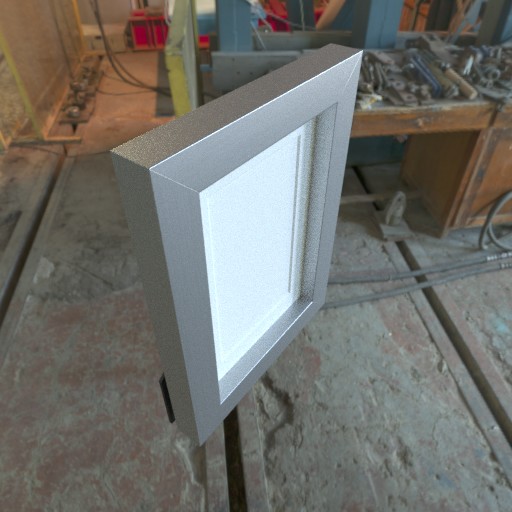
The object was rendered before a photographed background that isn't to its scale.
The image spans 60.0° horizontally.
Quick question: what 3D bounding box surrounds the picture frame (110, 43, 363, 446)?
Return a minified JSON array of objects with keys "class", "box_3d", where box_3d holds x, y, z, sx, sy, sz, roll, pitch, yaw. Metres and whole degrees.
[{"class":"picture frame","box_3d":[0.000,0.000,0.273,0.028,0.208,0.157,27,48,27]}]
